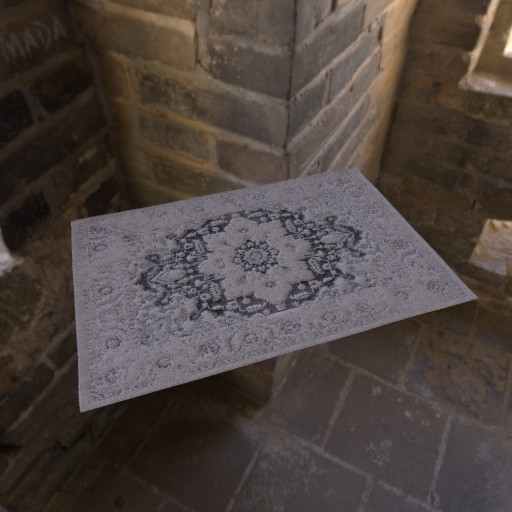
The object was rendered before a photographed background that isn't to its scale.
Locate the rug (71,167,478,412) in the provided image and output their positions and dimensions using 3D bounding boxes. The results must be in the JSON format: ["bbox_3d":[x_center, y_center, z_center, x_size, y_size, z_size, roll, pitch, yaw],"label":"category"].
[{"bbox_3d":[0.000,0.000,2.306,1.813,0.008,1.223,-13,45,-14],"label":"rug"}]
